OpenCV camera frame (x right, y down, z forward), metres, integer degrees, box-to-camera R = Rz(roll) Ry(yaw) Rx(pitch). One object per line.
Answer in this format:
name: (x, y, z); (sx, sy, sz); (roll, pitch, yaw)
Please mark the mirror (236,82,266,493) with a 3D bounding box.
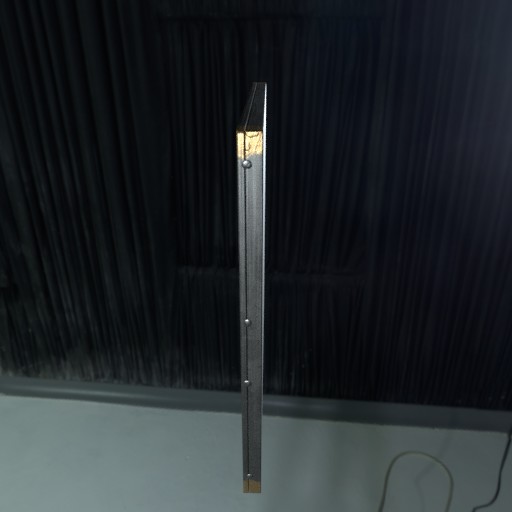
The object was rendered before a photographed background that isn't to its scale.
mirror: (0.000, 0.000, 0.563); (0.020, 0.381, 0.382); (1, 26, 1)
